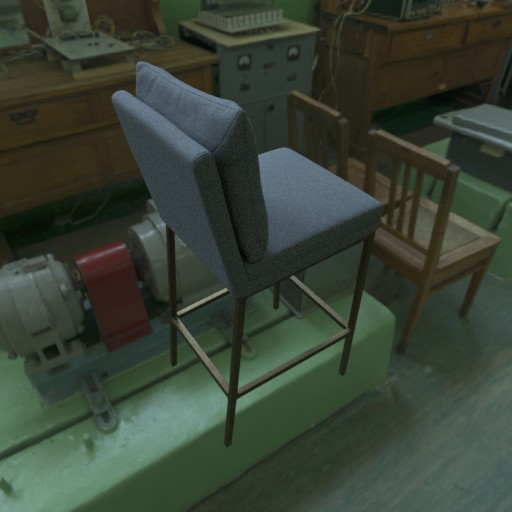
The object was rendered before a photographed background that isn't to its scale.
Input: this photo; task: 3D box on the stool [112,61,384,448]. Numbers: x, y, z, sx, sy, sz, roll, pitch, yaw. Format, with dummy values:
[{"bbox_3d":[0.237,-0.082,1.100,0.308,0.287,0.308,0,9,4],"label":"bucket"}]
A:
[{"bbox_3d":[0.000,0.000,1.377,0.569,1.130,0.463,-24,45,-26],"label":"stool"}]
